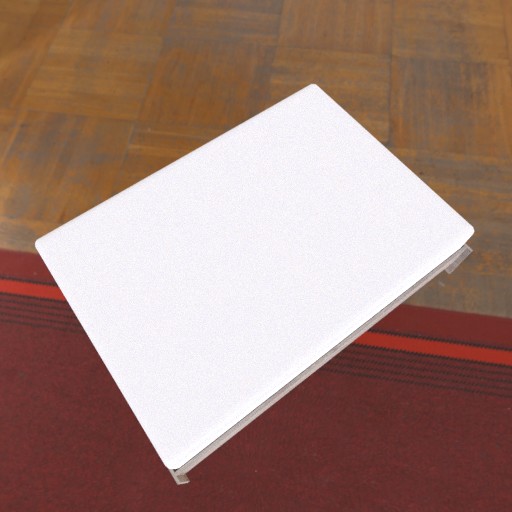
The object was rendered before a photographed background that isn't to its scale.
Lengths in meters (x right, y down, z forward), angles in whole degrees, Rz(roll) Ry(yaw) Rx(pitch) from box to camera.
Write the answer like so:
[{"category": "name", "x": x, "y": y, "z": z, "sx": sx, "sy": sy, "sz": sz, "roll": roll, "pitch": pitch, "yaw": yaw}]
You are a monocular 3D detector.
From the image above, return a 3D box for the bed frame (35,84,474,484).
[{"category": "bed frame", "x": 0.000, "y": 0.000, "z": 2.536, "sx": 1.945, "sy": 0.497, "sz": 1.445, "roll": -34, "pitch": 69, "yaw": -15}]
